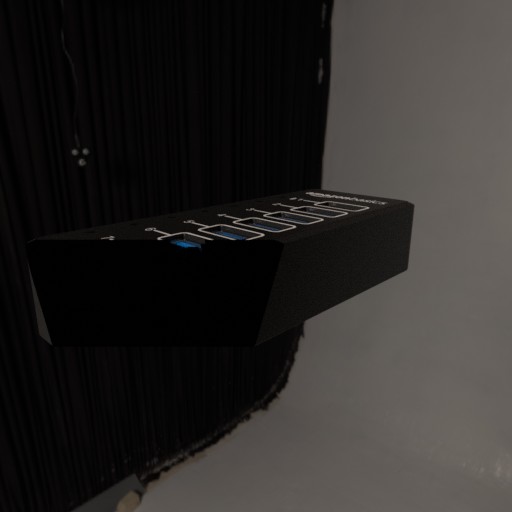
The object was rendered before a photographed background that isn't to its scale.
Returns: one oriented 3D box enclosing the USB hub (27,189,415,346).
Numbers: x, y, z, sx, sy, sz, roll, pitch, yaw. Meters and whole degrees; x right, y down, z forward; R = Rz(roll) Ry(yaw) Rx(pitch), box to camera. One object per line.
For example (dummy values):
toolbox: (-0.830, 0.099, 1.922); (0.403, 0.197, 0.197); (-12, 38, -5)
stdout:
USB hub: (0.000, 0.000, 0.127); (0.044, 0.023, 0.110); (16, 23, 42)
